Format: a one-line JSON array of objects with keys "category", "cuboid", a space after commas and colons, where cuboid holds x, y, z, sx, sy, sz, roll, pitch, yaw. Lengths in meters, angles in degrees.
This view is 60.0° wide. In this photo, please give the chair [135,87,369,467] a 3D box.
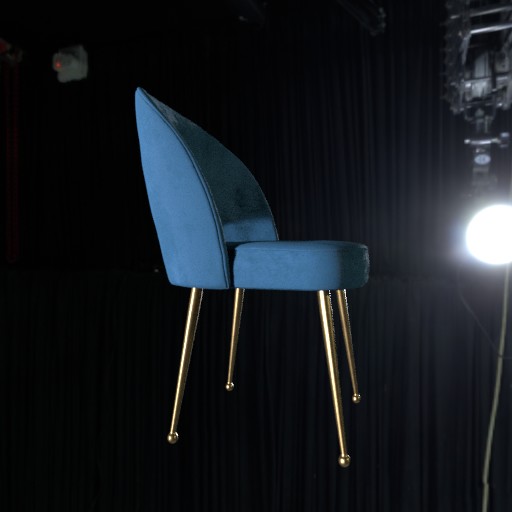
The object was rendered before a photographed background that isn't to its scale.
[{"category": "chair", "cuboid": [0.000, 0.000, 1.169, 0.577, 0.860, 0.527, 0, 1, 16]}]
